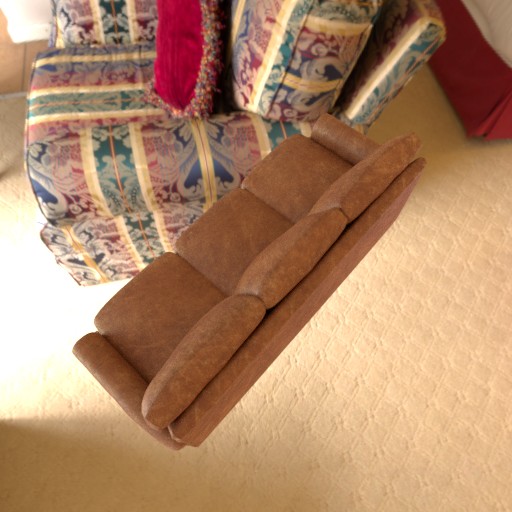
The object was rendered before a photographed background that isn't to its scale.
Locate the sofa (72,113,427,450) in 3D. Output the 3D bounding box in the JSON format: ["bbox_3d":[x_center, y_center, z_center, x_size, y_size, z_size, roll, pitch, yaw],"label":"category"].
[{"bbox_3d":[0.000,0.000,2.836,0.973,0.977,2.351,39,70,17],"label":"sofa"}]
